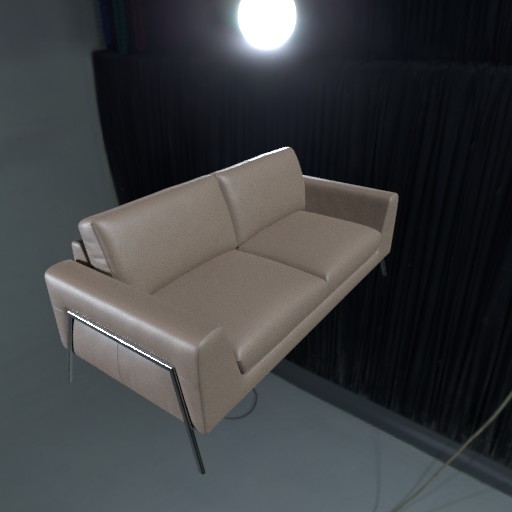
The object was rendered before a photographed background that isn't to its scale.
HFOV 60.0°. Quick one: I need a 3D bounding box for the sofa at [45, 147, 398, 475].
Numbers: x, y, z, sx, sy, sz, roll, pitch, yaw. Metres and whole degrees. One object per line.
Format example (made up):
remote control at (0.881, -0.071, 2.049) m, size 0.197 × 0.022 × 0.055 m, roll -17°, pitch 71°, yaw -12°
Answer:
sofa at (0.000, 0.000, 2.554) m, size 0.953 × 0.875 × 2.017 m, roll 18°, pitch 32°, yaw 31°
